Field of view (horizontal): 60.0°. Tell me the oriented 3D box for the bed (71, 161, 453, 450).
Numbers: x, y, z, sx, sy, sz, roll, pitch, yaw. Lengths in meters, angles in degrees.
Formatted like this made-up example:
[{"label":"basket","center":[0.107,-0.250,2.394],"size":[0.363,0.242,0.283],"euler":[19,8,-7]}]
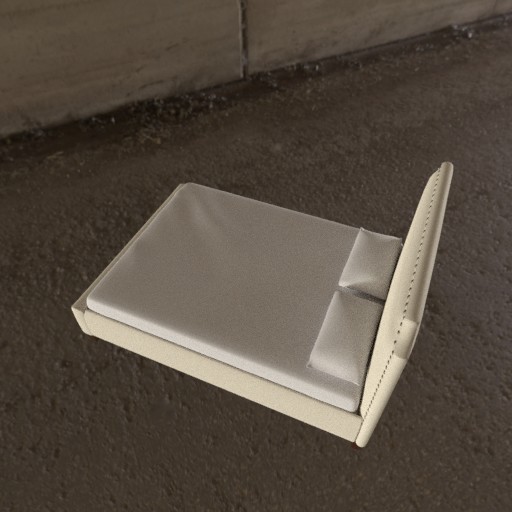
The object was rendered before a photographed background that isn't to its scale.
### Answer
[{"label":"bed","center":[0.000,0.000,3.397],"size":[2.372,1.443,1.712],"euler":[17,49,16]}]
